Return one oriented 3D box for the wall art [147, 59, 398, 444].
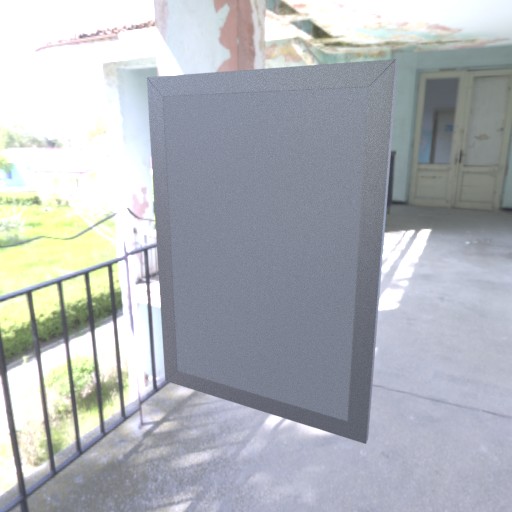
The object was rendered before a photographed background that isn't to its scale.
[{"bbox_3d":[0.000,0.000,0.678,0.376,0.529,0.013,8,17,27],"label":"wall art"}]
